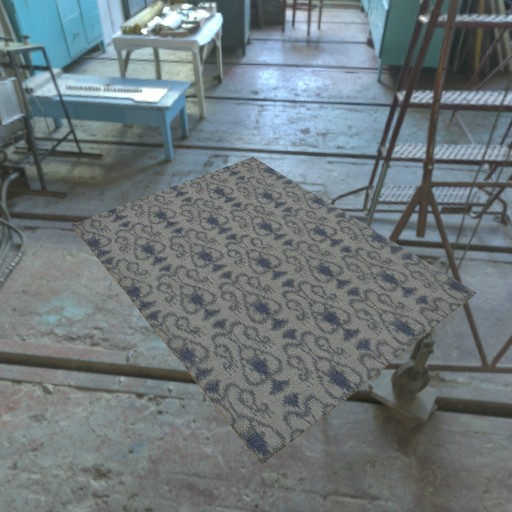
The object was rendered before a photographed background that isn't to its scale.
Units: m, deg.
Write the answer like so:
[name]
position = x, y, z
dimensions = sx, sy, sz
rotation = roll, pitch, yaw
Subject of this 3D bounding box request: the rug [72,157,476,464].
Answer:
[rug]
position = 0.000, 0.000, 4.282
dimensions = 2.437, 0.015, 3.205
rotation = -27, 47, -28
